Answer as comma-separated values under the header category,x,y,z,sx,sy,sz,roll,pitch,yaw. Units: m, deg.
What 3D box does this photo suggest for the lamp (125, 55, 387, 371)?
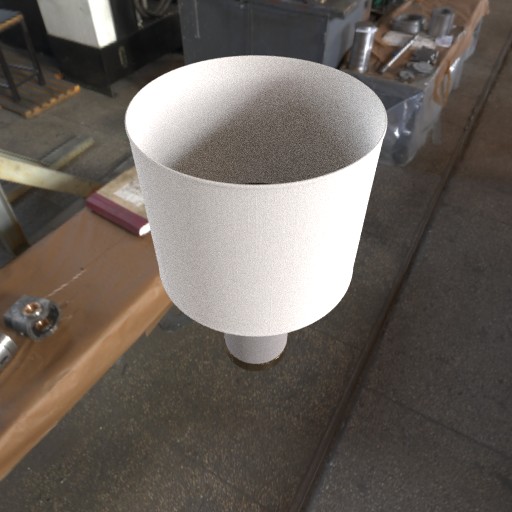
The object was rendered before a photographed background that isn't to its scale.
category,x,y,z,sx,sy,sz,roll,pitch,yaw
lamp,0.000,0.000,0.531,0.229,0.380,0.229,0,46,0
